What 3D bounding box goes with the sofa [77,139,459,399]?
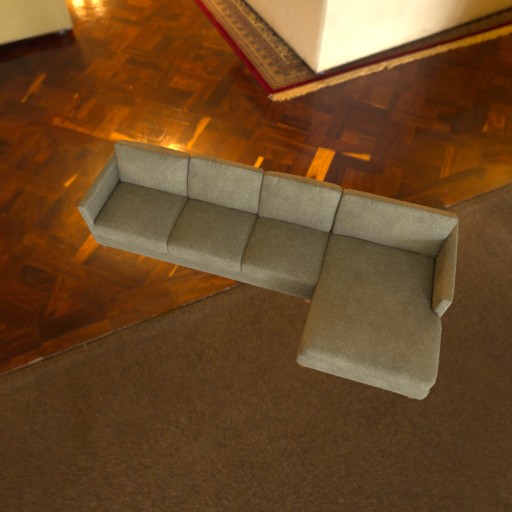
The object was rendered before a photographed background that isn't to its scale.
[{"bbox_3d":[0.000,0.000,4.149,3.471,0.950,1.604,14,58,9],"label":"sofa"}]
